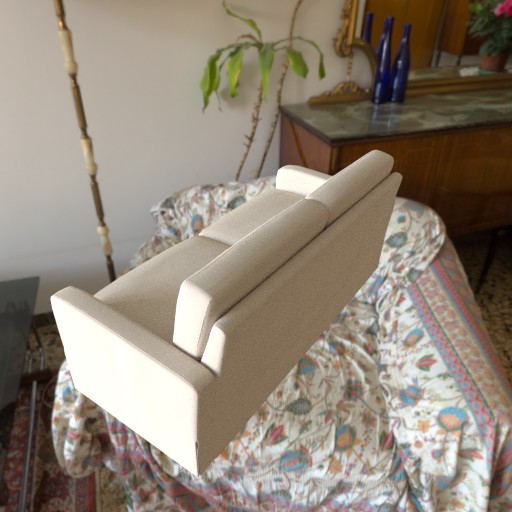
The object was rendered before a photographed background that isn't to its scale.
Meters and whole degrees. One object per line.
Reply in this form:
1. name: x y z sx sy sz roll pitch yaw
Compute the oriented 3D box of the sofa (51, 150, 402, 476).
1. sofa: 0.000 0.000 2.290 0.894 0.831 1.808 21 38 29
